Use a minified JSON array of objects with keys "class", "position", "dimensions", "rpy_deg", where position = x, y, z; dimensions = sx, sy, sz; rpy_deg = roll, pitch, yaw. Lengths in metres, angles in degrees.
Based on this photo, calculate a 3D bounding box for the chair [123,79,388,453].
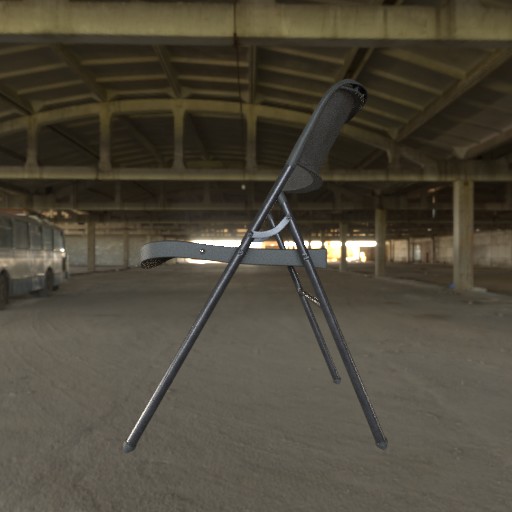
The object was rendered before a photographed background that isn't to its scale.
[{"class":"chair","position":[0.000,0.000,1.161],"dimensions":[0.567,0.810,0.494],"rpy_deg":[0,0,-1]}]
